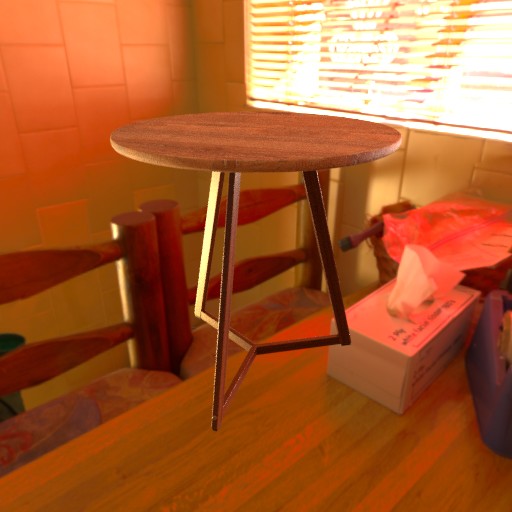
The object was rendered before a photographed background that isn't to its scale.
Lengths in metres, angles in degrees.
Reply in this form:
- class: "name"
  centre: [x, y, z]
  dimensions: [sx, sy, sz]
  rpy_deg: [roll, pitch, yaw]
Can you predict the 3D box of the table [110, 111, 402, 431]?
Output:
- class: "table"
  centre: [0.000, 0.000, 0.896]
  dimensions: [0.500, 0.500, 0.500]
  rpy_deg: [0, 25, 0]
